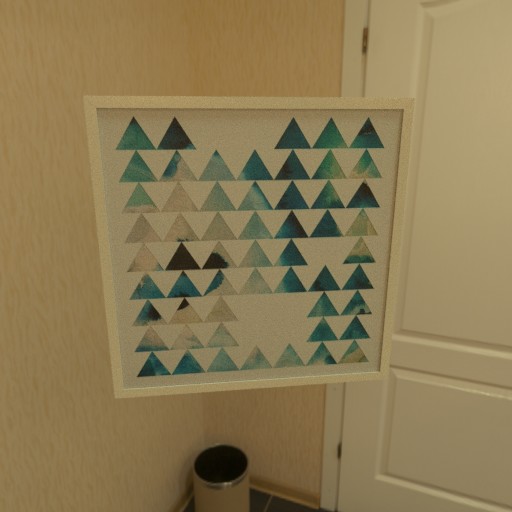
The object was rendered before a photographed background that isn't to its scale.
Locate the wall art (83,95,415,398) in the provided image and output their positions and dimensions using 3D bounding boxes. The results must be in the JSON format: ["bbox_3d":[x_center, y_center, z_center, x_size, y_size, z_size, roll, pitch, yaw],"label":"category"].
[{"bbox_3d":[0.000,0.000,0.825,0.557,0.557,0.012,-2,17,-7],"label":"wall art"}]
